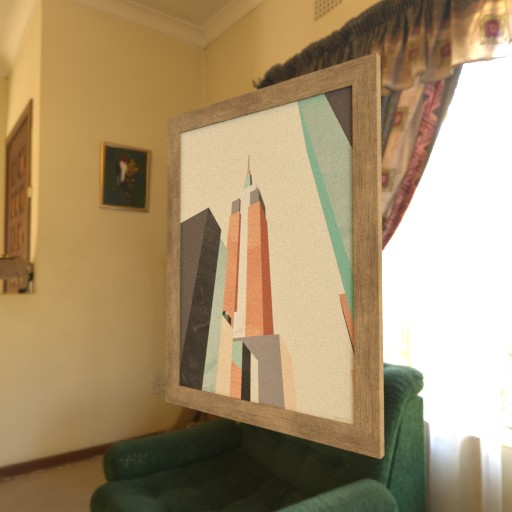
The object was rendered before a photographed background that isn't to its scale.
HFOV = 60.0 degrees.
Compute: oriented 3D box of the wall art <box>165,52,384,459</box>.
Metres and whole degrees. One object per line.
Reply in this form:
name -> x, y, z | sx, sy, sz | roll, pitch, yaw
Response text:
wall art -> 0.000, 0.000, 0.916 | 0.534, 0.686, 0.018 | -2, -3, 38
